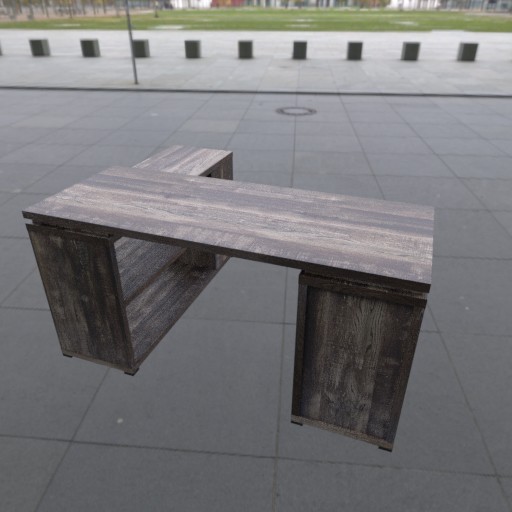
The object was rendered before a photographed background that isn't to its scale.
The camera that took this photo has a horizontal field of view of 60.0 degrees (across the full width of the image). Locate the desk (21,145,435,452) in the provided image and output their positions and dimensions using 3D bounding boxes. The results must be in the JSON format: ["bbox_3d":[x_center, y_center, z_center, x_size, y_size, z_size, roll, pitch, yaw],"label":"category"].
[{"bbox_3d":[0.000,0.000,2.190,1.524,0.753,1.200,10,31,17],"label":"desk"}]
